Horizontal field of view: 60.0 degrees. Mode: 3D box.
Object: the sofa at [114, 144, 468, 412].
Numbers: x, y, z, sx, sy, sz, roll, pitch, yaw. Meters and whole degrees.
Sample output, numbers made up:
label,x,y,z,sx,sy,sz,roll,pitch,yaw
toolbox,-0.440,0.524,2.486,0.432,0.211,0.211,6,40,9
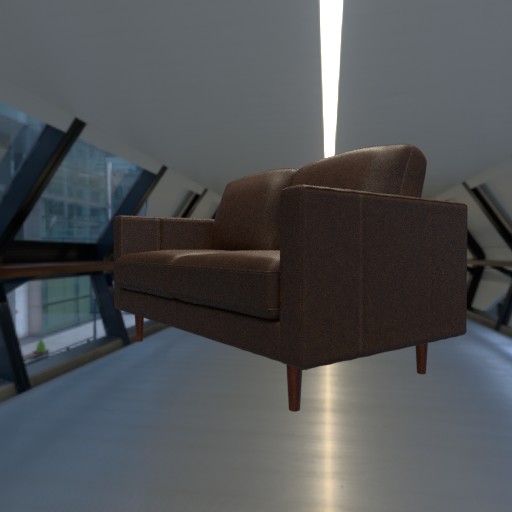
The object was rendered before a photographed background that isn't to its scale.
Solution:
label,x,y,z,sx,sy,sz,roll,pitch,yaw
sofa,0.000,0.000,2.108,0.909,0.951,1.578,-1,1,-36
